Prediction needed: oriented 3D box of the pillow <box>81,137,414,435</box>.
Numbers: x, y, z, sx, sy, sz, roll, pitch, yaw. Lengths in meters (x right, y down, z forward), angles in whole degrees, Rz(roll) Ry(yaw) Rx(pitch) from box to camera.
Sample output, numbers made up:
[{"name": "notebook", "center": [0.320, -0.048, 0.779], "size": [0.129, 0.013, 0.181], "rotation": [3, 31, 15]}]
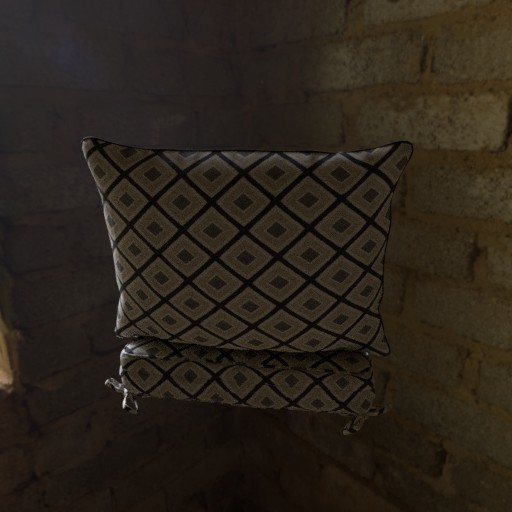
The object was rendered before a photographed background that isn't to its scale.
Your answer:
[{"name": "pillow", "center": [0.000, 0.000, 1.367], "size": [0.798, 0.722, 0.733], "rotation": [2, 17, 8]}]
